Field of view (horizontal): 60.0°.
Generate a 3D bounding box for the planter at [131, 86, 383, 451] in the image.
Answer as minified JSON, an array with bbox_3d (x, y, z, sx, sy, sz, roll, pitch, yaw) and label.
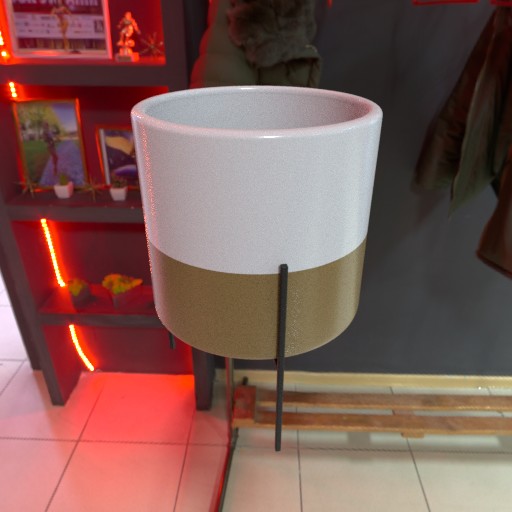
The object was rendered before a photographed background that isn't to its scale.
[{"bbox_3d":[0.000,0.000,0.649,0.310,0.432,0.310,18,34,30],"label":"planter"}]
